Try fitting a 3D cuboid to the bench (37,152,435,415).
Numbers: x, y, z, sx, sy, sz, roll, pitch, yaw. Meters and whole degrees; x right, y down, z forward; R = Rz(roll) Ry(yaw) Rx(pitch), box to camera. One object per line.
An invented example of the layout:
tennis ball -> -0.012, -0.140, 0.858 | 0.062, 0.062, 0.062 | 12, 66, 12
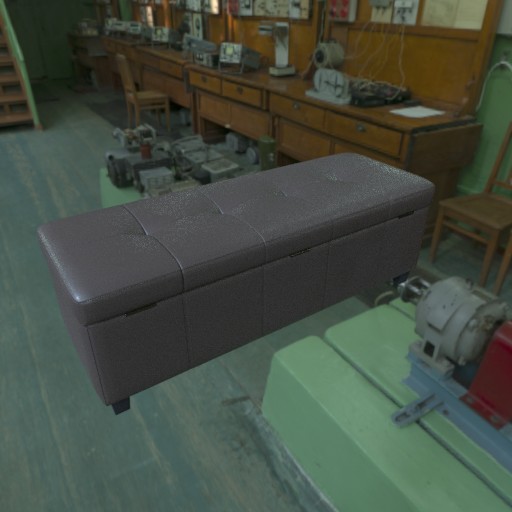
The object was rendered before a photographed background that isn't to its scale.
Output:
bench -> 0.000, 0.000, 1.475 | 1.219, 0.417, 0.450 | -19, 36, -28
